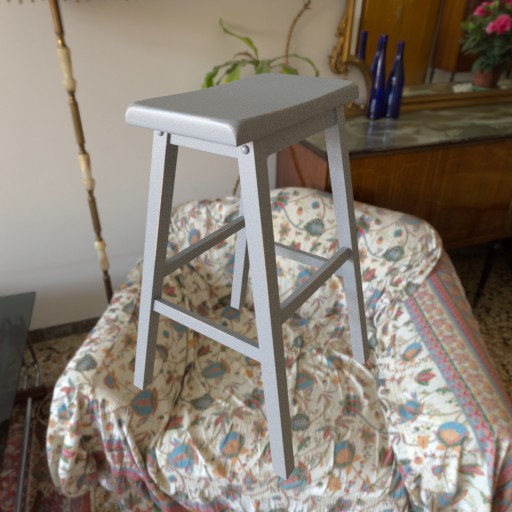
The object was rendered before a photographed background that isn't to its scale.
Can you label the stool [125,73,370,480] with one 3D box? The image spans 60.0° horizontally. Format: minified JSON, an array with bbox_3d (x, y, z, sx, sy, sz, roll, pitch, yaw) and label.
[{"bbox_3d":[0.000,0.000,1.040,0.476,0.737,0.457,19,35,29],"label":"stool"}]
